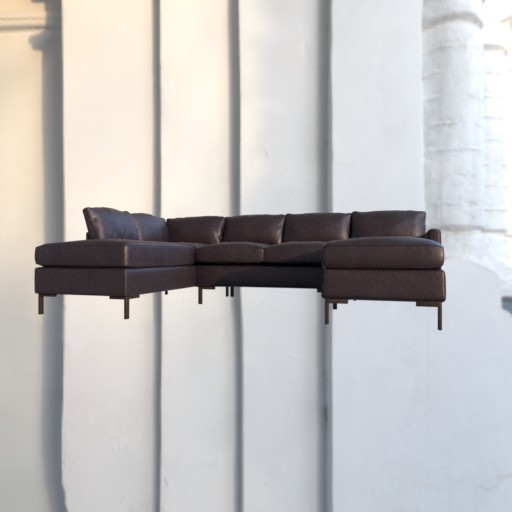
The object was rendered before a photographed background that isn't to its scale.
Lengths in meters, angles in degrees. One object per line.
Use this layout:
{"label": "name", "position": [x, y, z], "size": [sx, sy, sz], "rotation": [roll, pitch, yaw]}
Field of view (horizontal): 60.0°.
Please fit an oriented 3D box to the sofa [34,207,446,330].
{"label": "sofa", "position": [0.000, 0.000, 3.815], "size": [2.956, 0.900, 1.939], "rotation": [0, 0, 19]}
